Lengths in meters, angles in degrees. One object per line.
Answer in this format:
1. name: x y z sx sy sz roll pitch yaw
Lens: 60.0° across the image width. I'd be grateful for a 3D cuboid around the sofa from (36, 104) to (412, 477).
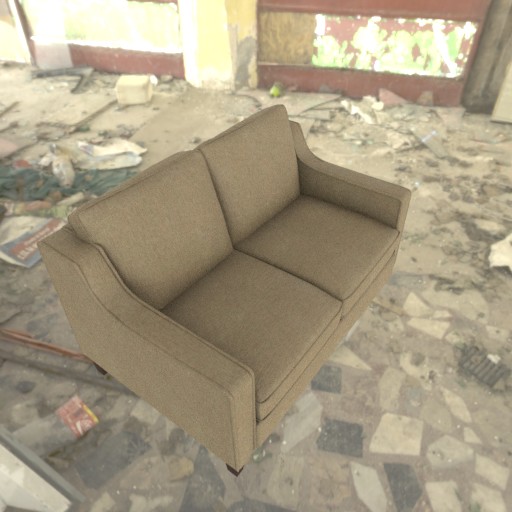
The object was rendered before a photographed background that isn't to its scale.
1. sofa: 0.000 0.000 2.133 0.985 0.981 1.503 25 46 27
